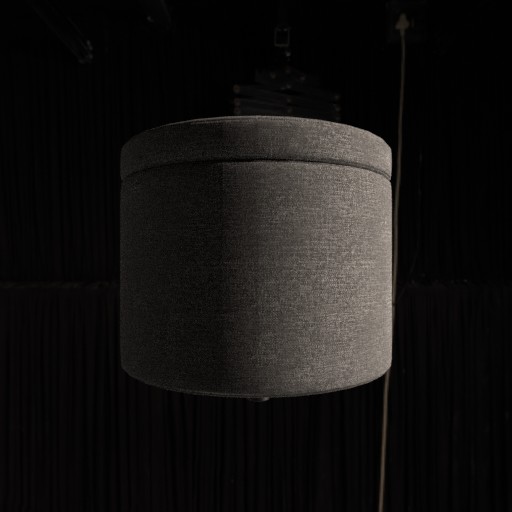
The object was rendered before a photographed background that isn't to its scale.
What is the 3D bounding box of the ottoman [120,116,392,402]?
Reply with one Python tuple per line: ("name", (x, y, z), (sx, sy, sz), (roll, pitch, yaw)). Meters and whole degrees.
("ottoman", (0.000, 0.000, 0.852), (0.500, 0.419, 0.500), (0, 0, 0))
